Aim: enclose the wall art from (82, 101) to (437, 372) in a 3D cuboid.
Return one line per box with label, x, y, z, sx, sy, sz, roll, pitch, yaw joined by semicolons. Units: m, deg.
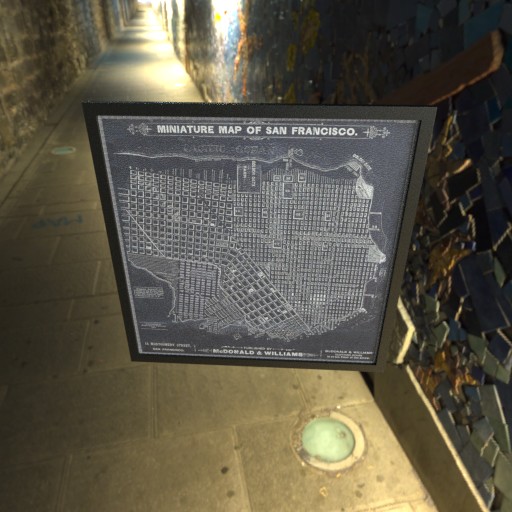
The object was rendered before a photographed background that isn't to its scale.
wall art;0.000;0.000;1.218;0.807;0.807;0.022;2;30;3
